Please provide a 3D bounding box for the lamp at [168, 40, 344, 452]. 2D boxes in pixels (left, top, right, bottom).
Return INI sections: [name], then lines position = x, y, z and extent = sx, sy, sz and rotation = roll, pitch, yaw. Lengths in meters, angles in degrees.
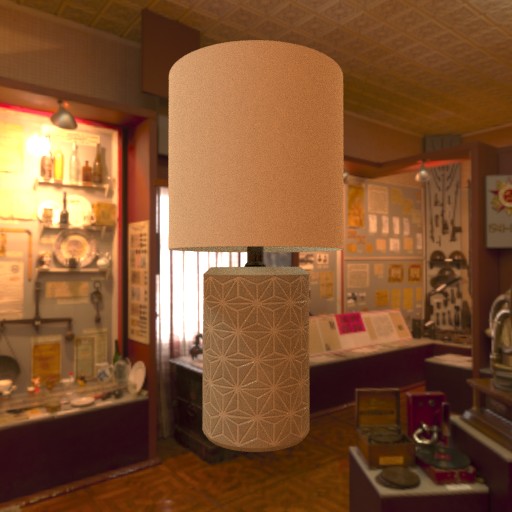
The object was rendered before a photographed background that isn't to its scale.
[lamp]
position = 0.000, 0.000, 0.530
extent = 0.206, 0.416, 0.206
rotation = 1, -1, -36
